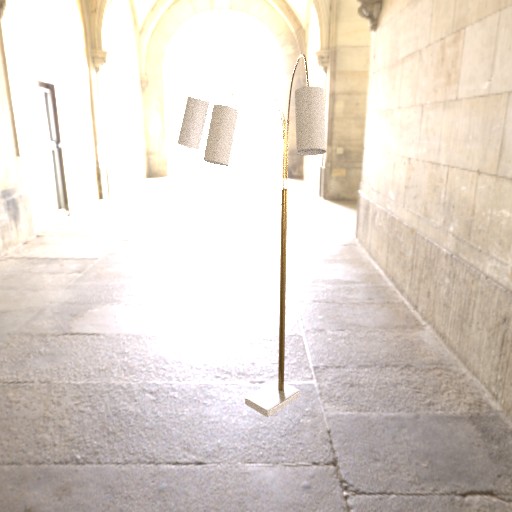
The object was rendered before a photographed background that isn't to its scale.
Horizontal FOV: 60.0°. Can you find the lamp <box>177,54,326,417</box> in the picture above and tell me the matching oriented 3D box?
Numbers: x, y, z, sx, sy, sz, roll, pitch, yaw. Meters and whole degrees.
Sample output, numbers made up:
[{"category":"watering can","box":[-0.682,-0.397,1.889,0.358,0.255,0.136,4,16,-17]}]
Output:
[{"category":"lamp","box":[0.000,0.000,2.501,1.020,2.055,0.667,15,22,42]}]
